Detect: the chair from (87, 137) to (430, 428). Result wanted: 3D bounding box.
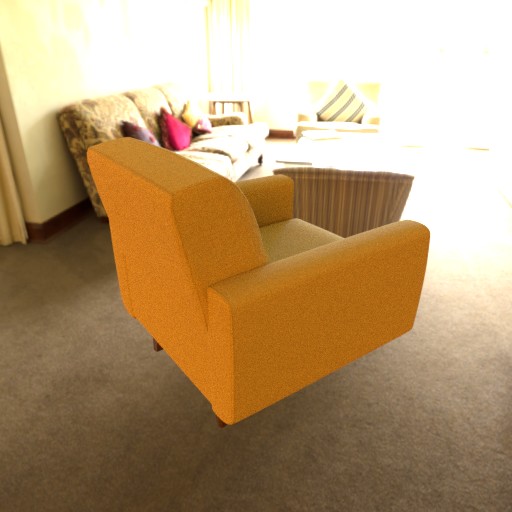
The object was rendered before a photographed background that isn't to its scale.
[{"bbox_3d":[0.000,0.000,1.593,0.909,0.841,0.831,-18,32,-32],"label":"chair"}]
